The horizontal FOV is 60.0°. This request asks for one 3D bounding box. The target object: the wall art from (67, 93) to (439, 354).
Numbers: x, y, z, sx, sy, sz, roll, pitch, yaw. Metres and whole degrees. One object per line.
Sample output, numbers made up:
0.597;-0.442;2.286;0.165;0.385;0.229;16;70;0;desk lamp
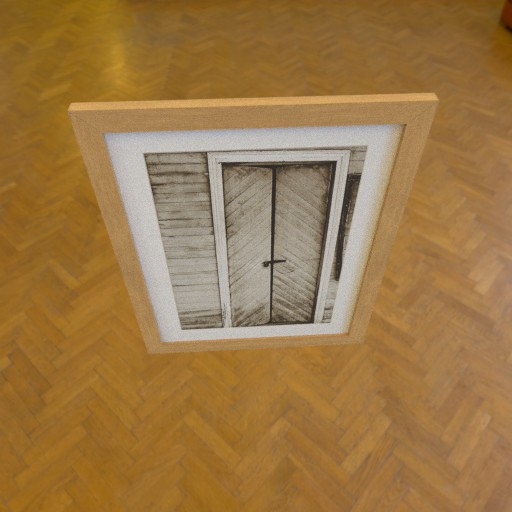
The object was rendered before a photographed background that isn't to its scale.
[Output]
0.000;0.000;0.757;0.460;0.561;0.020;-2;47;-2;wall art
